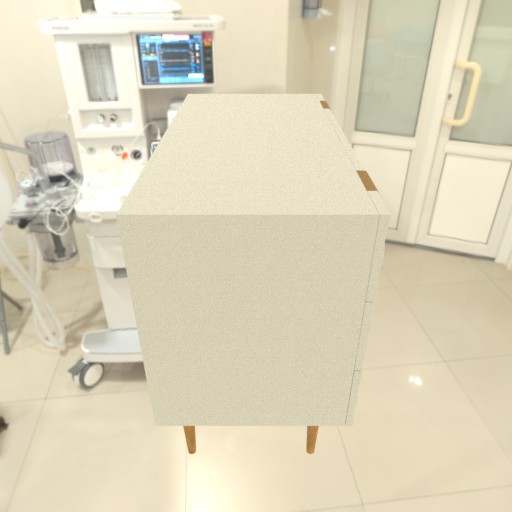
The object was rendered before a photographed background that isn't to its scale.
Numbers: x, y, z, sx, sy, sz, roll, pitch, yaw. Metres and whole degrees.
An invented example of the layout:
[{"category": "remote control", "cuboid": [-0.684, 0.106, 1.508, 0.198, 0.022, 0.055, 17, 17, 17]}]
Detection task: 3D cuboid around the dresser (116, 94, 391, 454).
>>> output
[{"category": "dresser", "cuboid": [0.000, 0.000, 1.297, 0.457, 0.721, 0.905, 0, 32, 0]}]
